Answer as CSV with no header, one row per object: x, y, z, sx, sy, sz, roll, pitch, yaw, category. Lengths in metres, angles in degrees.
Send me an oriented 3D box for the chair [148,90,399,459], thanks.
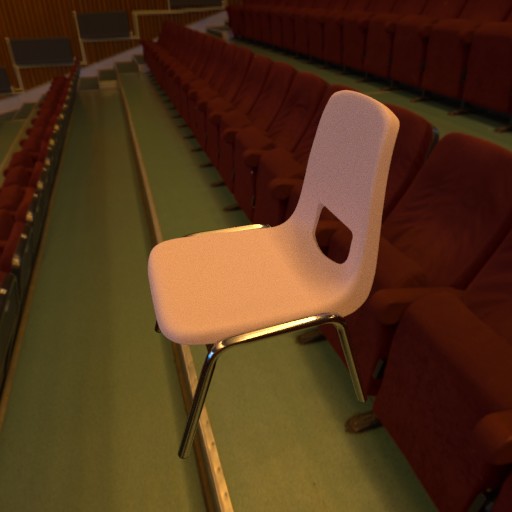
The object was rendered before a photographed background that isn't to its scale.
0.000,0.000,0.801,0.385,0.537,0.354,-9,33,-15,chair
